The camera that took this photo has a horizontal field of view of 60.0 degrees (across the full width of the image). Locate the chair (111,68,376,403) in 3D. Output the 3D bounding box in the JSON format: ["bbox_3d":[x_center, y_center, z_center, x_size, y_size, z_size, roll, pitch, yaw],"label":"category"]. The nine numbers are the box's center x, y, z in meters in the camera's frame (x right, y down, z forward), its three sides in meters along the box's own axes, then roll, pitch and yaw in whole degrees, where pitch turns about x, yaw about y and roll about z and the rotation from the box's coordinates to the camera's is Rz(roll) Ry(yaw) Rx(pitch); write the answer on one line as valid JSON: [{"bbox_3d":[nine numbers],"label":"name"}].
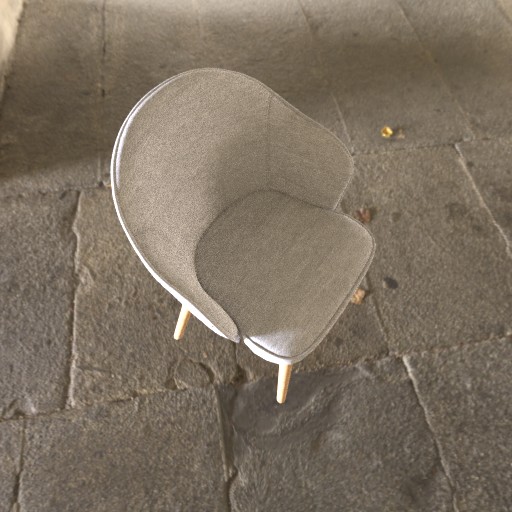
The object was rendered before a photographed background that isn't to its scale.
[{"bbox_3d":[0.000,0.000,1.157,0.530,0.800,0.540,32,64,17],"label":"chair"}]
